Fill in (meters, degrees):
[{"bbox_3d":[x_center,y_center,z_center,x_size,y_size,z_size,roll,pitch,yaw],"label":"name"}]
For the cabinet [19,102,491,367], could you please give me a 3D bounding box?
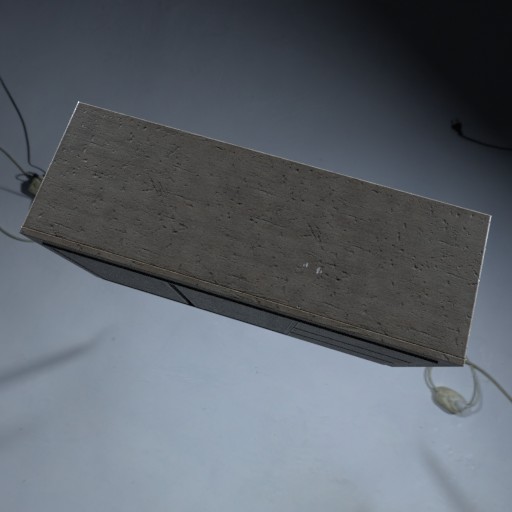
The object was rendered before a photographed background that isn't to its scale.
[{"bbox_3d":[0.000,0.000,1.847,1.460,0.825,0.511,16,76,4],"label":"cabinet"}]
